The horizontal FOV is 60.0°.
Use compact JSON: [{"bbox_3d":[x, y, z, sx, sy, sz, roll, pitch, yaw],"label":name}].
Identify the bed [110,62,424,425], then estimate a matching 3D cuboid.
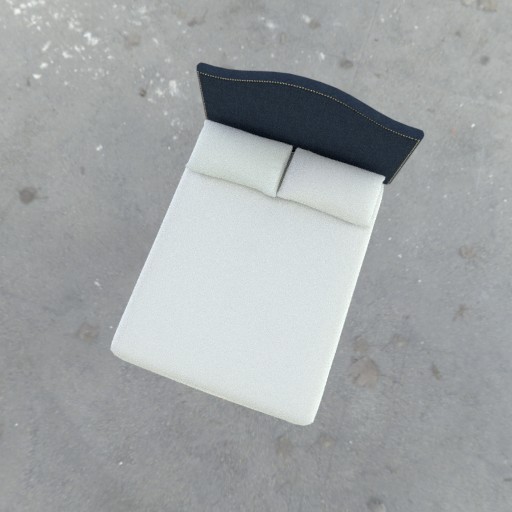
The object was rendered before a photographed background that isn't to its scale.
[{"bbox_3d":[0.000,0.000,3.355,1.725,1.518,2.153,19,77,5],"label":"bed"}]
